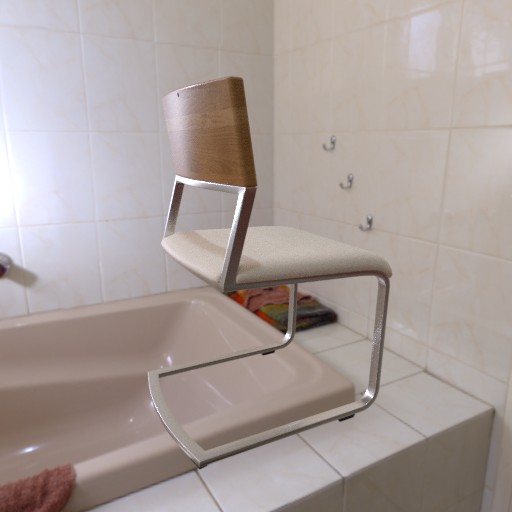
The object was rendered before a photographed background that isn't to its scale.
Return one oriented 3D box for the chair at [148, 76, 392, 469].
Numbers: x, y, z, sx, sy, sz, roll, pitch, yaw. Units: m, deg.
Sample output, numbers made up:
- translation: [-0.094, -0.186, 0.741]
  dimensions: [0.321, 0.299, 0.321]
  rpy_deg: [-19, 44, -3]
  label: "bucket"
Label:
- translation: [0.000, 0.000, 1.215]
  dimensions: [0.585, 0.844, 0.467]
  rpy_deg: [-7, 16, -27]
  label: "chair"
